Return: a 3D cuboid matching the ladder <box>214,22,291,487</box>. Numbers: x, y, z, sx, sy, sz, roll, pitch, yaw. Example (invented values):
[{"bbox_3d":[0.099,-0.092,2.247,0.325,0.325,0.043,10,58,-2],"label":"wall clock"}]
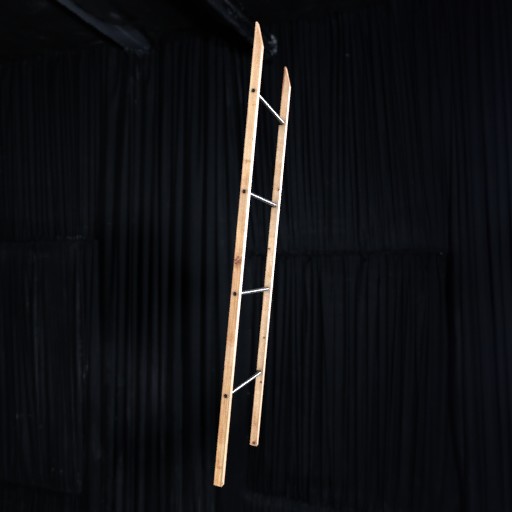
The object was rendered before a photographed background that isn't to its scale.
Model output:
[{"bbox_3d":[0.000,0.000,1.928,0.200,1.805,0.442,0,-1,19],"label":"ladder"}]
